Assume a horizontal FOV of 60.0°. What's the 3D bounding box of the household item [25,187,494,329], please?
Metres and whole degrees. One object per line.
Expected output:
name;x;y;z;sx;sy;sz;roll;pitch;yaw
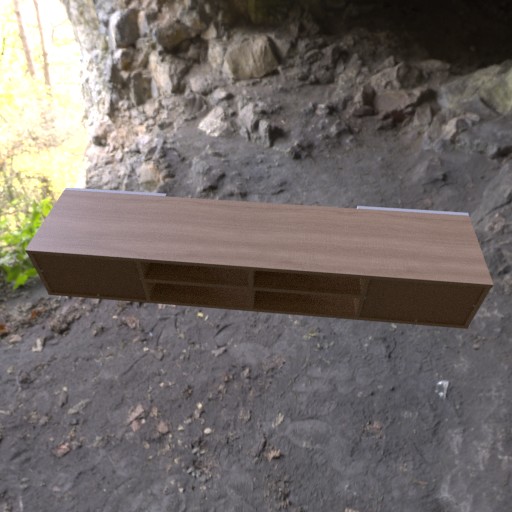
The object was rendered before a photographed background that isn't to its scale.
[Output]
household item;0.000;0.000;1.997;1.850;0.310;0.420;4;46;4
